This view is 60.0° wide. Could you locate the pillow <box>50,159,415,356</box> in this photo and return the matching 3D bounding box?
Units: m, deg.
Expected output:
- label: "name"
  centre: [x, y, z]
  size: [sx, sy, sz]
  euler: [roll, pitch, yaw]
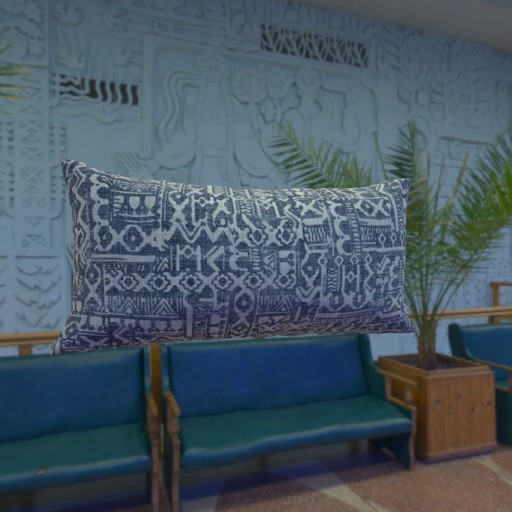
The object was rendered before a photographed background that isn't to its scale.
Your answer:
- label: "pillow"
  centre: [0.000, 0.000, 0.743]
  size: [0.631, 0.292, 0.148]
  euler: [0, 0, -18]
